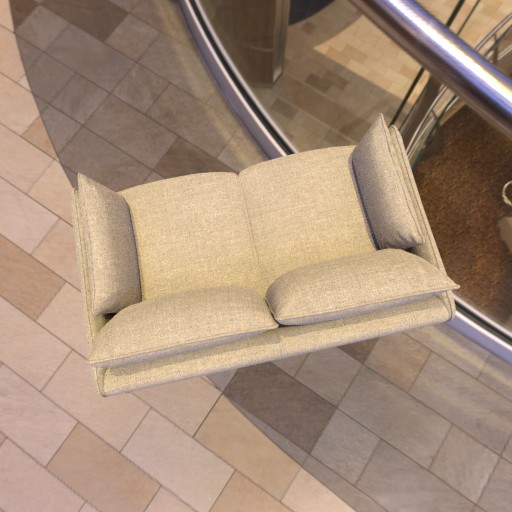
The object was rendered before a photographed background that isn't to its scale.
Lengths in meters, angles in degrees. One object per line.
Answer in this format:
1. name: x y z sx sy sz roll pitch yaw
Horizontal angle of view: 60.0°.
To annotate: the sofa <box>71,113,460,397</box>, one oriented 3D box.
1. sofa: 0.000 0.000 2.083 1.580 0.851 0.972 -12 76 -3
